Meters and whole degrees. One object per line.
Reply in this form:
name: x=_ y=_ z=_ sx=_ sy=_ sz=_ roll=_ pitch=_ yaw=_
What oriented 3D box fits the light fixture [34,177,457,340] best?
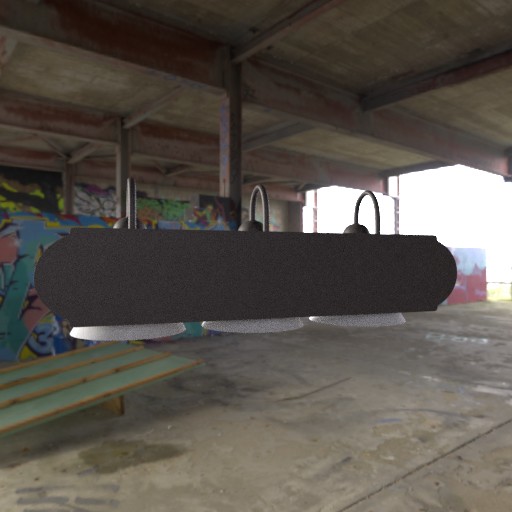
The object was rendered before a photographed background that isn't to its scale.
light fixture: x=0.000 y=0.000 z=0.705 sx=0.610 sy=0.222 sz=0.199 roll=0 pitch=0 yaw=-18
